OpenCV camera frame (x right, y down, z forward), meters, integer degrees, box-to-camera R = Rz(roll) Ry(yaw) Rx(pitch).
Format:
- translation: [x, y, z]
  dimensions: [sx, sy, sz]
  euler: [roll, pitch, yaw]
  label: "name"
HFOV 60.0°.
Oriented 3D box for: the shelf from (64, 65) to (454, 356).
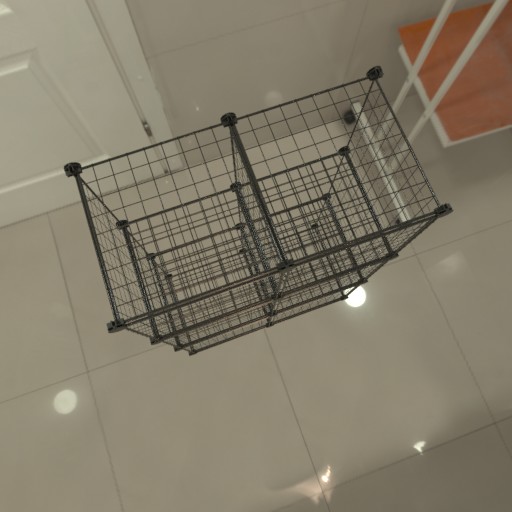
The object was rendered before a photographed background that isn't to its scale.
- translation: [0.000, 0.000, 1.400]
  dimensions: [0.711, 1.067, 0.356]
  euler: [-19, 76, -5]
  label: "shelf"
